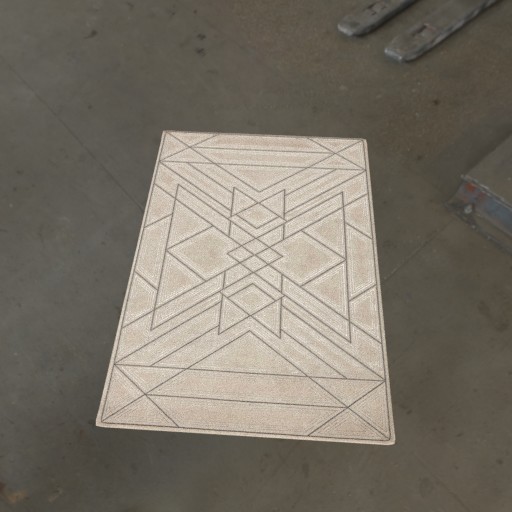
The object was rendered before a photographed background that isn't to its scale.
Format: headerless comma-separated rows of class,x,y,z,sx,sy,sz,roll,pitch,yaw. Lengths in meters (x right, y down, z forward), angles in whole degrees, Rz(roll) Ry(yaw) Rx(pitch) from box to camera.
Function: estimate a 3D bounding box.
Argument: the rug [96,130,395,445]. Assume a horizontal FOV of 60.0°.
rug,0.000,0.000,4.439,2.436,0.026,3.381,3,59,2
